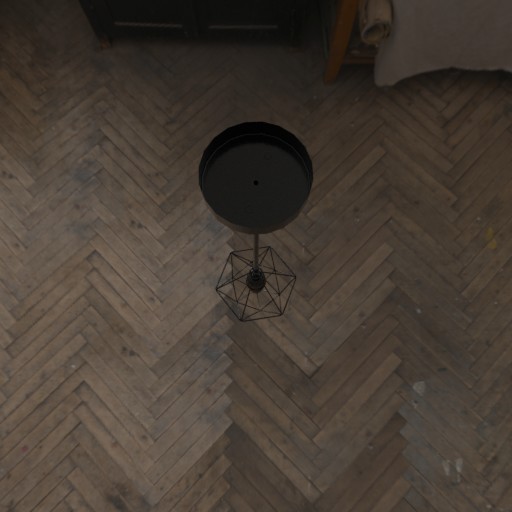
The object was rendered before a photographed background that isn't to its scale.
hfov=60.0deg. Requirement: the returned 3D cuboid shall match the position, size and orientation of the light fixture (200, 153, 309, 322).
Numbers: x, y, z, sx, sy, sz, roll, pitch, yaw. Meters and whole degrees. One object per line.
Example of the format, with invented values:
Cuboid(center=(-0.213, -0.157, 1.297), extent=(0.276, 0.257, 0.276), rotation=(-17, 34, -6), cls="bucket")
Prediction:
Cuboid(center=(0.000, 0.000, 1.986), extent=(0.431, 1.764, 0.487), rotation=(-38, 79, -9), cls="light fixture")
